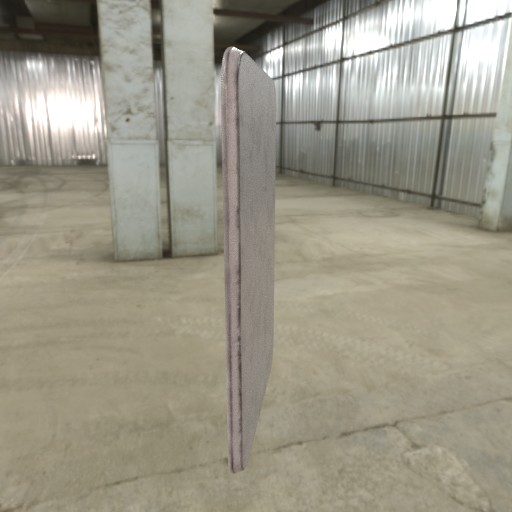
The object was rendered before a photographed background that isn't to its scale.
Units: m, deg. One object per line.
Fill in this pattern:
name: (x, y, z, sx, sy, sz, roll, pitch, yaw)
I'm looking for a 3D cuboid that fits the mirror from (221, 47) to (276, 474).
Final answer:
mirror: (0.000, 0.000, 0.890, 0.024, 0.713, 0.461, 2, 15, 9)
